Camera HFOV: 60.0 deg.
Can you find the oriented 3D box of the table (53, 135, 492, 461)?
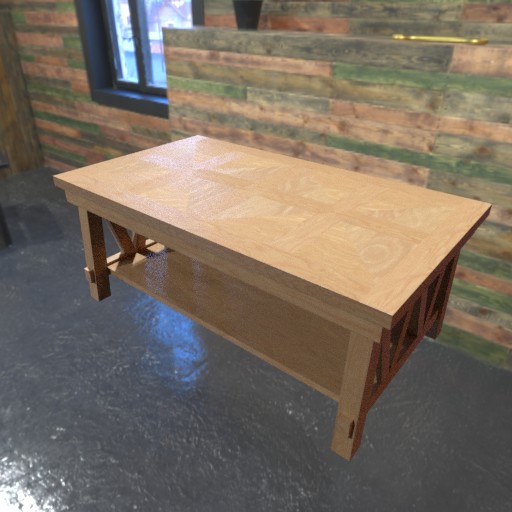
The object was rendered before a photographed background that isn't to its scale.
[{"bbox_3d":[0.000,0.000,1.579,1.270,0.507,0.711,22,36,33],"label":"table"}]
